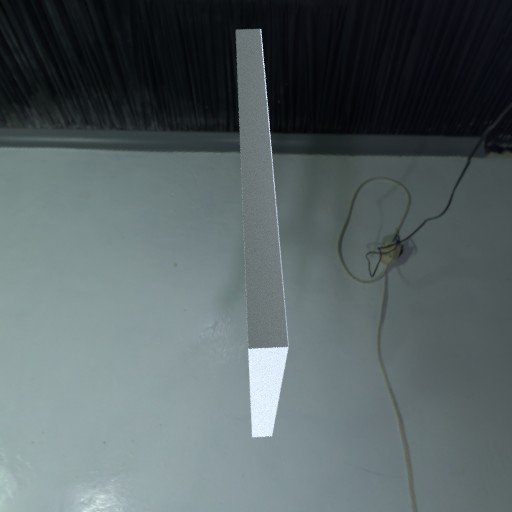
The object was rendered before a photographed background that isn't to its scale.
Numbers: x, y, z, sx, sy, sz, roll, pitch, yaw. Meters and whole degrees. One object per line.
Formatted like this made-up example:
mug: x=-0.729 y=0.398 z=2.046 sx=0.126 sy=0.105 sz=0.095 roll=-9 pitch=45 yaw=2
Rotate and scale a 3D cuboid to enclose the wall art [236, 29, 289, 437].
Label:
wall art: x=0.000 y=0.000 z=0.764 sx=0.038 sy=0.505 sz=0.506 roll=-2 pitch=59 yaw=-1
